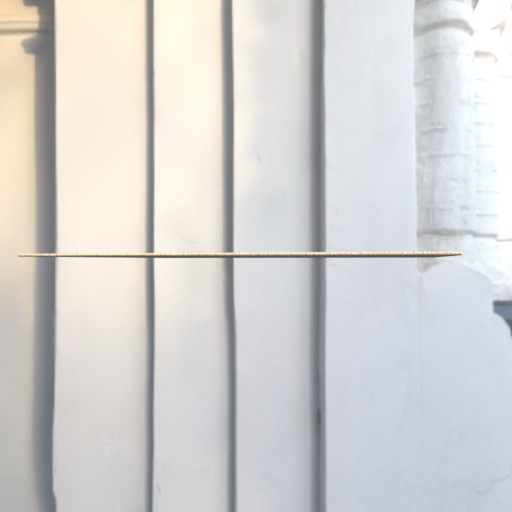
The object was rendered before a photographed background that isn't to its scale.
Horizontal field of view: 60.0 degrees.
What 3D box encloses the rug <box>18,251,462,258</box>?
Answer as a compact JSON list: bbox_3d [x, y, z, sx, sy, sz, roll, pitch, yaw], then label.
[{"bbox_3d":[0.000,0.000,2.719,2.132,0.015,1.526,0,-1,18],"label":"rug"}]
